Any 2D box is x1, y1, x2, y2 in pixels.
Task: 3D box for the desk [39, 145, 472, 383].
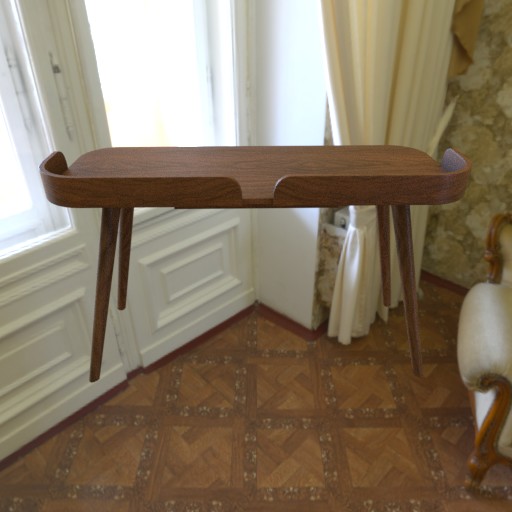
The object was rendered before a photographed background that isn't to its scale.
[{"bbox_3d":[0.000,0.000,1.611,1.256,0.800,0.486,-1,32,-1],"label":"desk"}]
